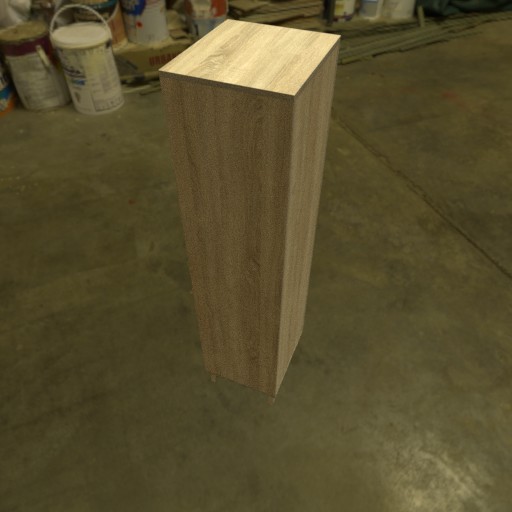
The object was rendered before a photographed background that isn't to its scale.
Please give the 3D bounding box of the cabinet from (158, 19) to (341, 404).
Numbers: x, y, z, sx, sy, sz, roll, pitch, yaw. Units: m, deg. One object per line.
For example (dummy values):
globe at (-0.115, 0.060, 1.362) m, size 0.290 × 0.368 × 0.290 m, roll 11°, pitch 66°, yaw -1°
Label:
cabinet at (0.000, 0.000, 2.189) m, size 0.450 × 1.960 × 0.510 m, roll 17°, pitch 48°, yaw 16°
